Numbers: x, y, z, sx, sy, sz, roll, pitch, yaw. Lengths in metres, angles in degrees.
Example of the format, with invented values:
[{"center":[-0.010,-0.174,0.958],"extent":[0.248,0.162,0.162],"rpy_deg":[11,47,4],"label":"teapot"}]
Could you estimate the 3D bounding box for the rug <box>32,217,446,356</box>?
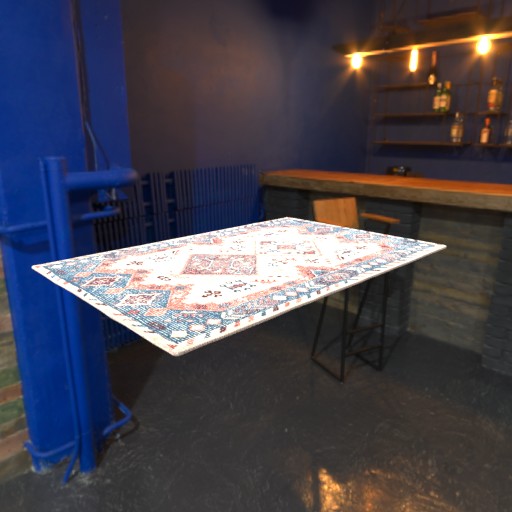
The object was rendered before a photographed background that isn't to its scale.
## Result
[{"center":[0.000,0.000,2.320],"extent":[1.840,0.015,1.225],"rpy_deg":[-15,21,-42],"label":"rug"}]
